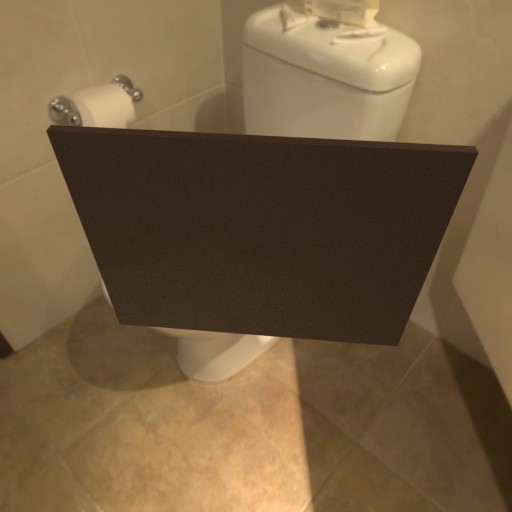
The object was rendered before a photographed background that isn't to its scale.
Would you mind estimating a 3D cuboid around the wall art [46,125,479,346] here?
[{"bbox_3d":[0.000,0.000,1.586,1.207,0.952,0.034,4,46,4],"label":"wall art"}]
